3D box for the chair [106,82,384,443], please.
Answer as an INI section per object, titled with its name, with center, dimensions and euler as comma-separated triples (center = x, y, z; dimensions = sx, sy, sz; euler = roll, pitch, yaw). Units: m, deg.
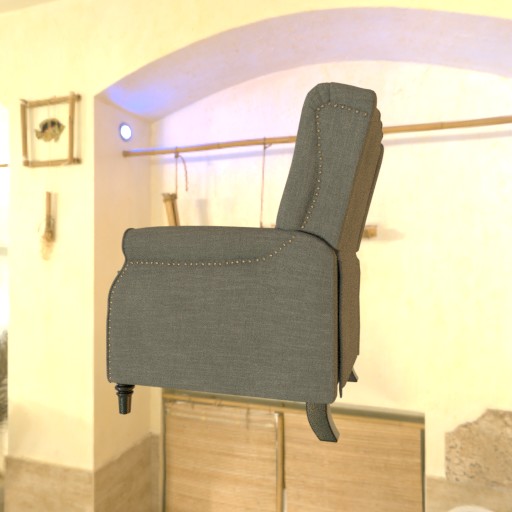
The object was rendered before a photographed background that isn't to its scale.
[chair]
center = 0.000, 0.000, 1.634
dimensions = 0.898, 1.035, 0.742
euler = 0, 0, 18
